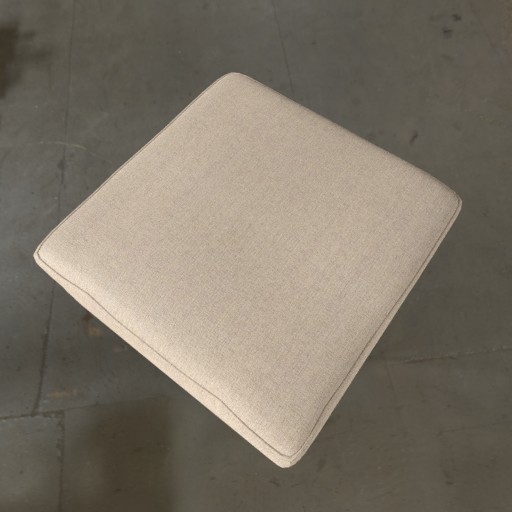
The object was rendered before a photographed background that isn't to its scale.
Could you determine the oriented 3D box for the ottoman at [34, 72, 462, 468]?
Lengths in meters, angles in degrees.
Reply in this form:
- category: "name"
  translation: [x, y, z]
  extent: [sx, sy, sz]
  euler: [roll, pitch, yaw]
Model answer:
- category: "ottoman"
  translation: [0.000, 0.000, 1.314]
  extent: [0.838, 0.481, 0.838]
  euler: [34, 69, 15]
